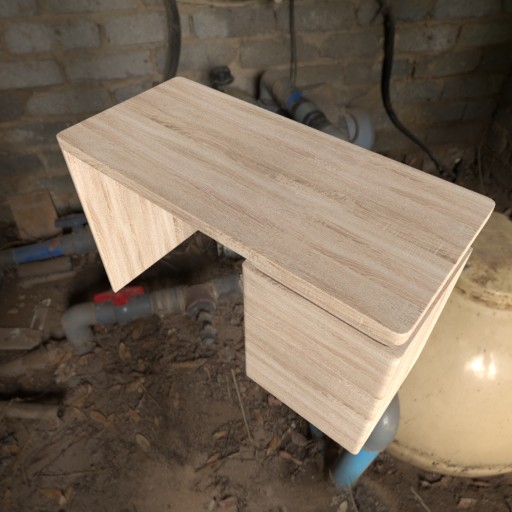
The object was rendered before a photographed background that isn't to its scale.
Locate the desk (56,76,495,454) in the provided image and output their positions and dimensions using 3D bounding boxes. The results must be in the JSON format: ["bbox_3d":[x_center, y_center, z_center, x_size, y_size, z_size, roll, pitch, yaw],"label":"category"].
[{"bbox_3d":[0.000,0.000,1.556,1.200,0.760,0.550,30,53,26],"label":"desk"}]
